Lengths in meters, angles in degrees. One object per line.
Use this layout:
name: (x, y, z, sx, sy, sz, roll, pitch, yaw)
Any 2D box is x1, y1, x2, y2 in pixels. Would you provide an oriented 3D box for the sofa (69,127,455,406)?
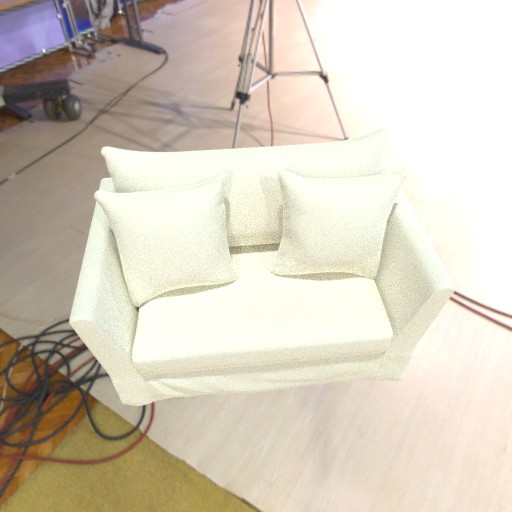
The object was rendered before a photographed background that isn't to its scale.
sofa: (0.000, 0.000, 2.303, 1.608, 1.039, 1.026, -4, 46, -4)
